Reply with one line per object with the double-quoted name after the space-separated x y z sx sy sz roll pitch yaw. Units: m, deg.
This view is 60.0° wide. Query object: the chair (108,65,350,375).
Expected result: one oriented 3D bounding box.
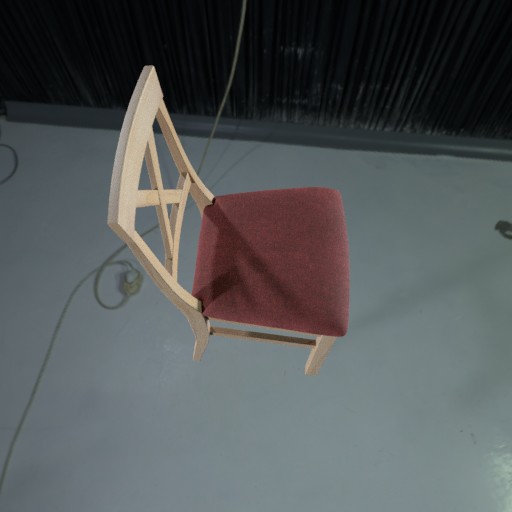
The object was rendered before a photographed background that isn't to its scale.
0.000 0.000 1.197 0.492 0.912 0.439 2 63 1 "chair"
